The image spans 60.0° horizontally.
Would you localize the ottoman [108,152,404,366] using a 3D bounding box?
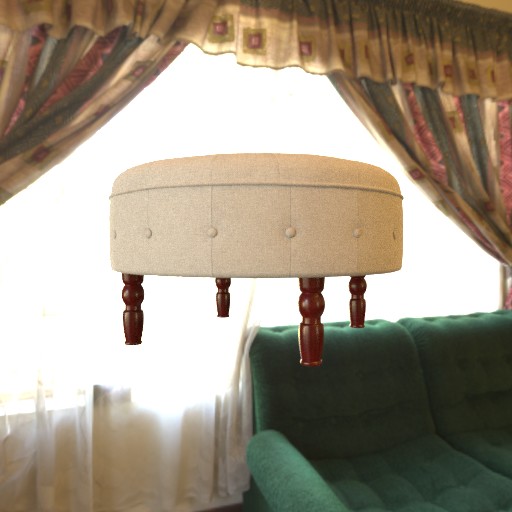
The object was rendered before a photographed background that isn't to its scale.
[{"bbox_3d":[0.000,0.000,1.344,0.849,0.478,0.849,0,1,0],"label":"ottoman"}]
